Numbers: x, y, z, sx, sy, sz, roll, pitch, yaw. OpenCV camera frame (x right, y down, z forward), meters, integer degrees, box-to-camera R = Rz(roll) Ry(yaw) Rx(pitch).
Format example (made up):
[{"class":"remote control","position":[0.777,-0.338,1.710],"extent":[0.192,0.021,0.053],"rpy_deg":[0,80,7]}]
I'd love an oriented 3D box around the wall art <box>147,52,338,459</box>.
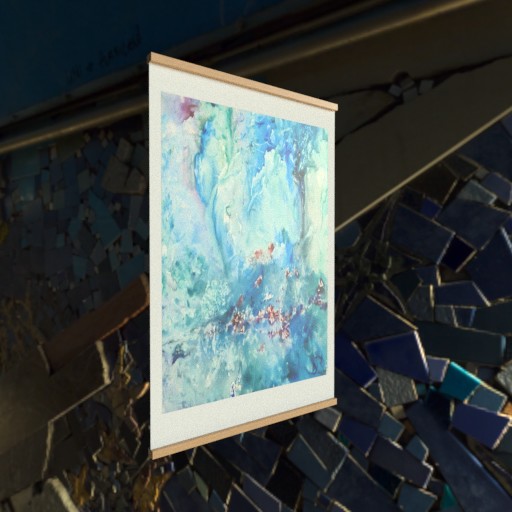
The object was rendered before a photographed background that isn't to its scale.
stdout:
[{"class":"wall art","position":[0.000,0.000,1.320],"extent":[0.669,1.020,0.027],"rpy_deg":[-1,1,-37]}]
